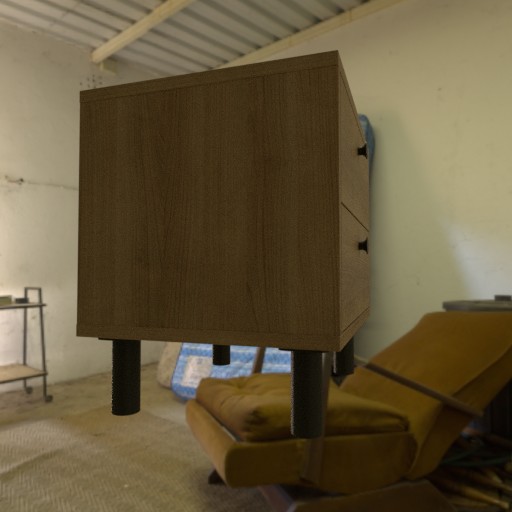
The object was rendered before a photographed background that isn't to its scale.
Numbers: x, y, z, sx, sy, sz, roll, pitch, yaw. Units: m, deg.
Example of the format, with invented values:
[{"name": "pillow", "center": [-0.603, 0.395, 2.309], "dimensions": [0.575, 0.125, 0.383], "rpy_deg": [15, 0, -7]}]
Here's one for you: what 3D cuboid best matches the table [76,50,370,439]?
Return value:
[{"name": "table", "center": [0.000, 0.000, 0.772], "dimensions": [0.380, 0.460, 0.445], "rpy_deg": [-1, -2, 19]}]
